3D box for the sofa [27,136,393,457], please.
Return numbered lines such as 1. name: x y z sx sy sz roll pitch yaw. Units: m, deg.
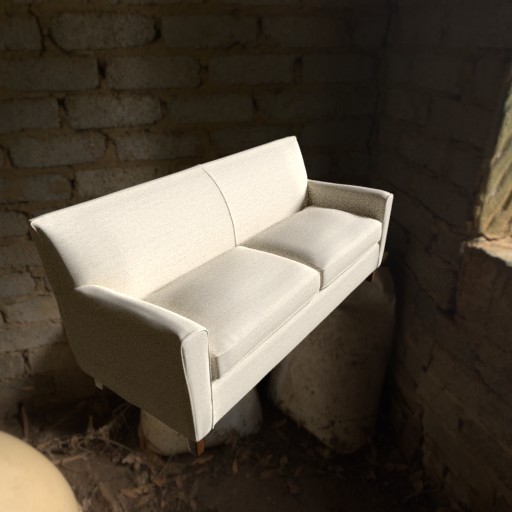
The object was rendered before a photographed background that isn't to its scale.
1. sofa: 0.000 0.000 2.470 0.841 0.907 2.001 18 32 32
